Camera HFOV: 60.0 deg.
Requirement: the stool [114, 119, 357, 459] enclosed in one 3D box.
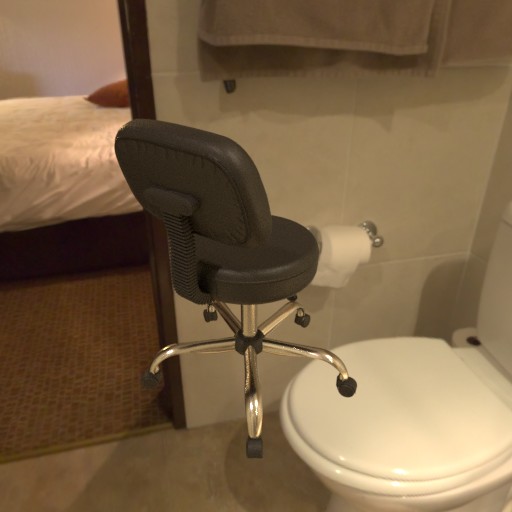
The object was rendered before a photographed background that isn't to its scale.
[{"bbox_3d":[0.000,0.000,1.324,0.673,0.862,0.648,20,34,33],"label":"stool"}]
